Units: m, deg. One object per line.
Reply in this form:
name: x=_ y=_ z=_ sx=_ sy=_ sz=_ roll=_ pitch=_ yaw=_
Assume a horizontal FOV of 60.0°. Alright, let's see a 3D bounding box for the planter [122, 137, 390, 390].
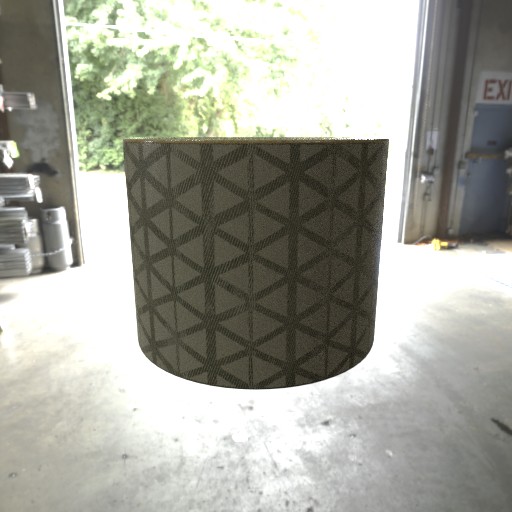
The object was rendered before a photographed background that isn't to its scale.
planter: x=0.000 y=0.000 z=0.352 sx=0.190 sy=0.181 sz=0.190 roll=0 pitch=15 yaw=0
